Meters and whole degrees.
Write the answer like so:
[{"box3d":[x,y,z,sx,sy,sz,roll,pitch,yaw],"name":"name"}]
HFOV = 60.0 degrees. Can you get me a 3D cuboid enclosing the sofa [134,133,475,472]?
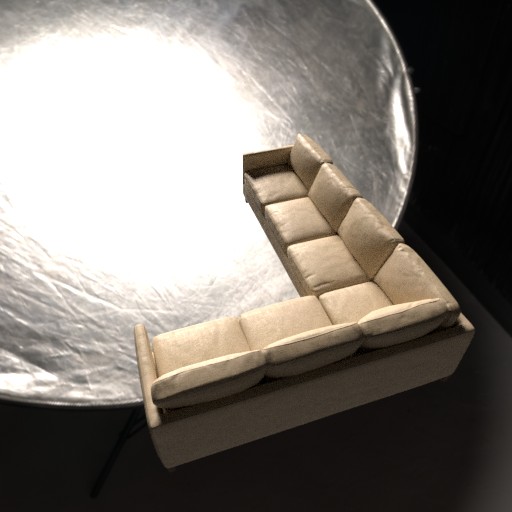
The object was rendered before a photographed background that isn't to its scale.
[{"box3d":[0.000,0.000,4.466,2.593,0.947,3.302,-13,44,-14],"name":"sofa"}]
